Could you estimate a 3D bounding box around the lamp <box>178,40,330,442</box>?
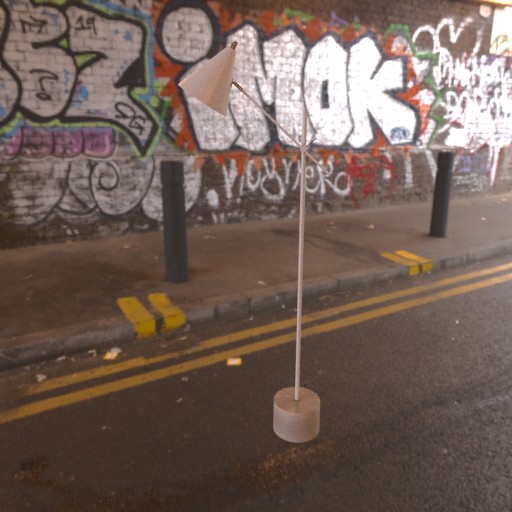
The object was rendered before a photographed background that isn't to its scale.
[{"bbox_3d":[0.000,0.000,1.609,0.508,1.430,0.223,3,16,9],"label":"lamp"}]
